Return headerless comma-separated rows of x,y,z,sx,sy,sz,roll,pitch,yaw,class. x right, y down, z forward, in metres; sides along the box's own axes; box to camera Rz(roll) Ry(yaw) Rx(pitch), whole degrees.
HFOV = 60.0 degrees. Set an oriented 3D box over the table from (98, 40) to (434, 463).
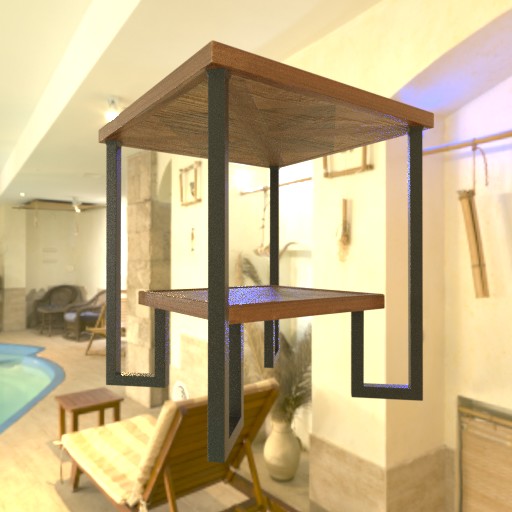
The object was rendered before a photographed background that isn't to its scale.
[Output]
0.000,0.000,0.927,0.503,0.563,0.503,0,0,-36,table
